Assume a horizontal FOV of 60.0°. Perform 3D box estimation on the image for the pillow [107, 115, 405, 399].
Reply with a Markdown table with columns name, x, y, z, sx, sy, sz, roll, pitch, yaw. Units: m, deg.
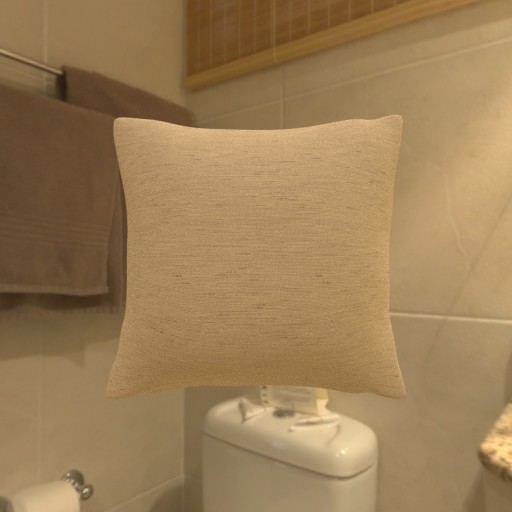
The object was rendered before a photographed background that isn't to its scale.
| name | x | y | z | sx | sy | sz | roll | pitch | yaw |
| --- | --- | --- | --- | --- | --- | --- | --- | --- | --- |
| pillow | 0.000 | 0.000 | 0.657 | 0.438 | 0.421 | 0.167 | 0 | -1 | 0 |
